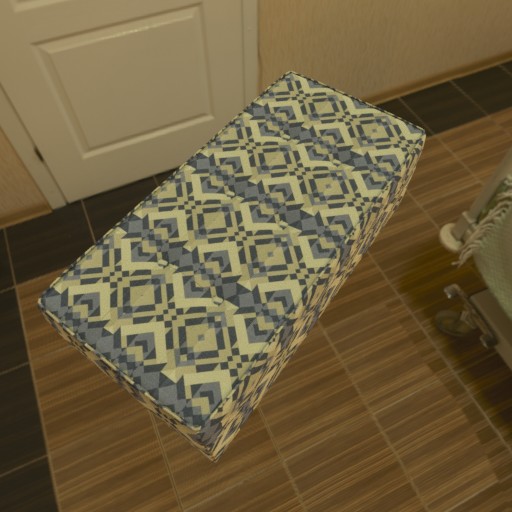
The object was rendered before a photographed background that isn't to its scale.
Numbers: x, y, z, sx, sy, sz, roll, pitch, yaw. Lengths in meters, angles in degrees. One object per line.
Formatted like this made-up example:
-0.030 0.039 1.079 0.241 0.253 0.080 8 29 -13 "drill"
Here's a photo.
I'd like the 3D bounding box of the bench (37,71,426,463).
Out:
0.000 0.000 1.288 0.492 0.477 1.016 32 63 18 "bench"
